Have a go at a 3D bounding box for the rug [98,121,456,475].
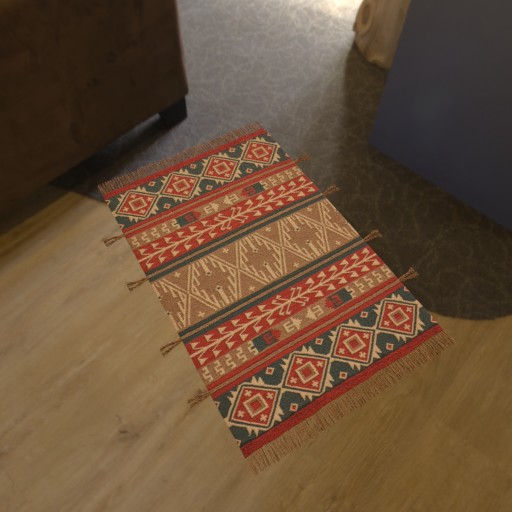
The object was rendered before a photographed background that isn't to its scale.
[{"bbox_3d":[0.000,0.000,2.609,1.469,0.040,2.025,-27,61,-16],"label":"rug"}]
